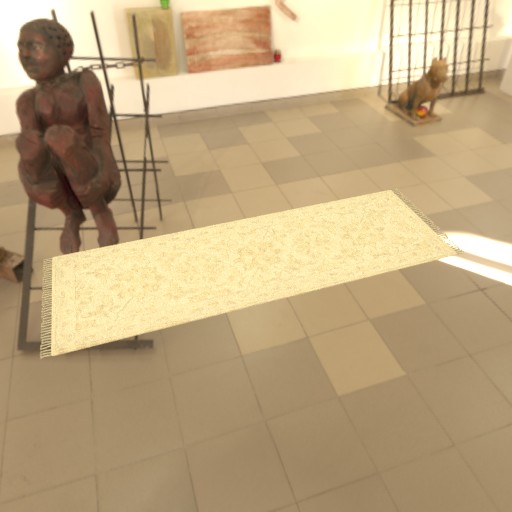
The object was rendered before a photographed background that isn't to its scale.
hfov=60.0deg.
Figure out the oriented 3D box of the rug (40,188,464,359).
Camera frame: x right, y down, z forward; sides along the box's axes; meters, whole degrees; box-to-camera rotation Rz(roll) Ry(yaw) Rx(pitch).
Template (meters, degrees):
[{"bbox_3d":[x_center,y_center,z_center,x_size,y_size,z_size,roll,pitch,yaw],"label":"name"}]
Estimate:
[{"bbox_3d":[0.000,0.000,2.804,2.544,0.015,0.795,-13,43,-14],"label":"rug"}]
